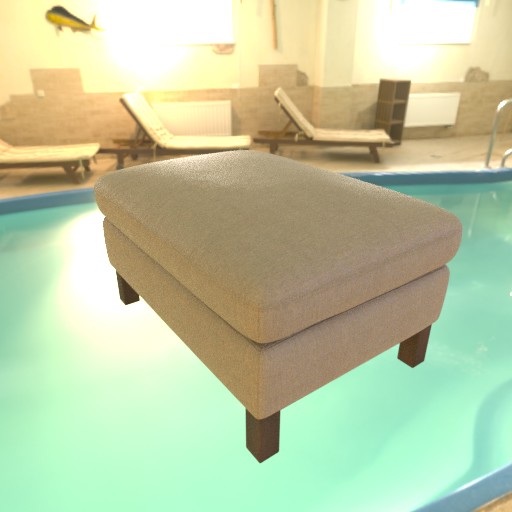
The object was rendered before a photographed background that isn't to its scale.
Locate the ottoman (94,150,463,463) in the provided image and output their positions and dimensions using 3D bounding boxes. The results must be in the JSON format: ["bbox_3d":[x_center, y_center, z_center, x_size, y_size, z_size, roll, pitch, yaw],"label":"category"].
[{"bbox_3d":[0.000,0.000,1.045,0.528,0.404,0.735,-18,31,-32],"label":"ottoman"}]
